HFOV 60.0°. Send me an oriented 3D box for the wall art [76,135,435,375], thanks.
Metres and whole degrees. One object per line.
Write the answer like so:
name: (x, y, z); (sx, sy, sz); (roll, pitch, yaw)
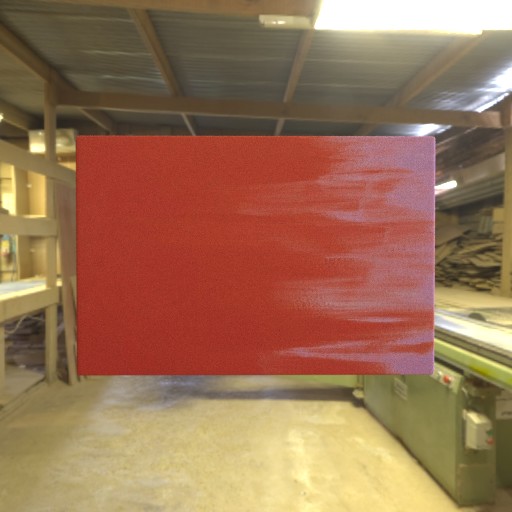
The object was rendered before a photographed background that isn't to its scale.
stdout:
wall art: (0.000, 0.000, 1.147); (0.913, 0.609, 0.040); (0, 1, 0)
